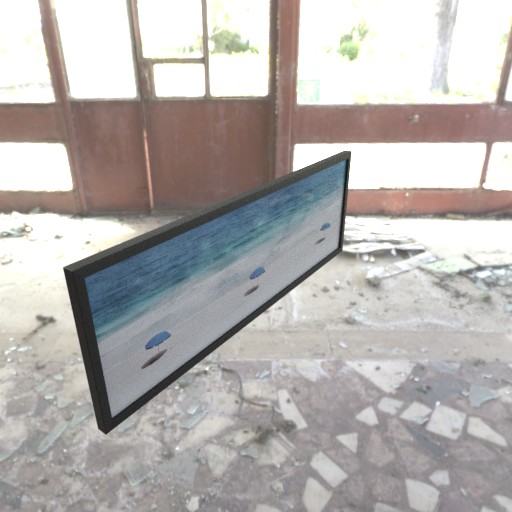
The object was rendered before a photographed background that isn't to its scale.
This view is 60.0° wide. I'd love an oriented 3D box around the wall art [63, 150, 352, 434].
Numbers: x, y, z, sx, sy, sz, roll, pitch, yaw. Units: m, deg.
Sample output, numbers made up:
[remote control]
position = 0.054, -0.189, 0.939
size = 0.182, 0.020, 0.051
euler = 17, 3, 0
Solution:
[wall art]
position = 0.000, 0.000, 1.781
size = 0.041, 0.554, 1.572
euler = 18, 32, 32
